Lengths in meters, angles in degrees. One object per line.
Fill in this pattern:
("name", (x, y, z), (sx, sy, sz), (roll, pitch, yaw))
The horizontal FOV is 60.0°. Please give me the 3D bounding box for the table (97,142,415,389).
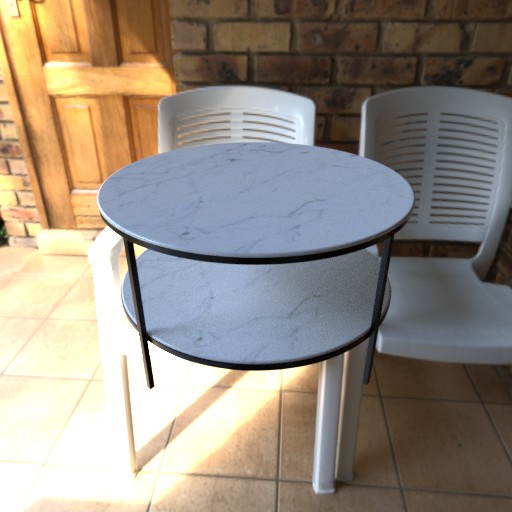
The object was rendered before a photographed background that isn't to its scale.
("table", (0.000, 0.000, 1.273), (0.800, 0.450, 0.800), (0, 29, 0))
